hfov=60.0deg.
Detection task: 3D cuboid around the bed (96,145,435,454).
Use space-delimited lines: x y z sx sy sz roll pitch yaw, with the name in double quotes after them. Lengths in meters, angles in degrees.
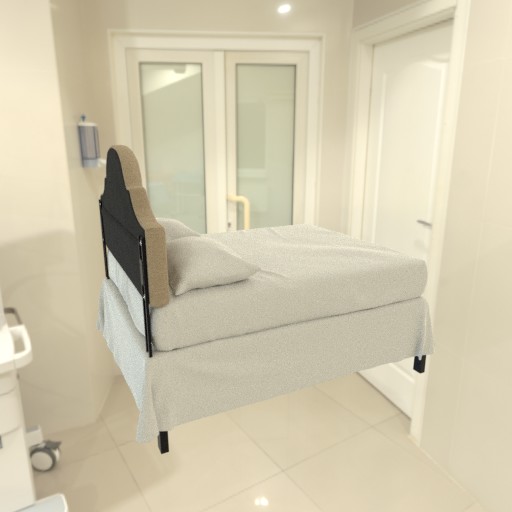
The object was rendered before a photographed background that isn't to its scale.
0.000 0.000 3.326 2.222 1.634 1.780 -7 17 -25 "bed"
